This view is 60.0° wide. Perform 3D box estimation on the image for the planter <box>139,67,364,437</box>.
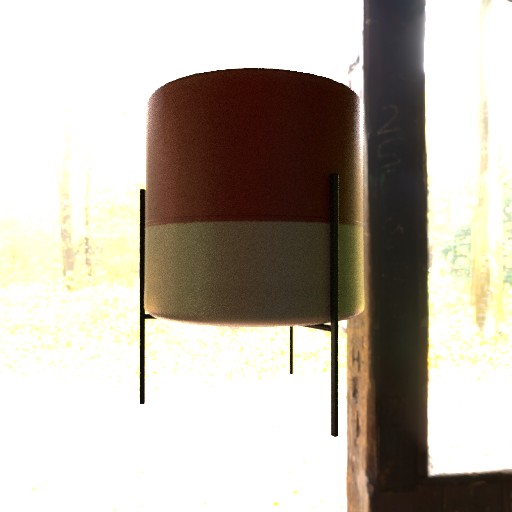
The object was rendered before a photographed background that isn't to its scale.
[{"bbox_3d":[0.000,0.000,0.711,0.345,0.465,0.354,0,0,-36],"label":"planter"}]
